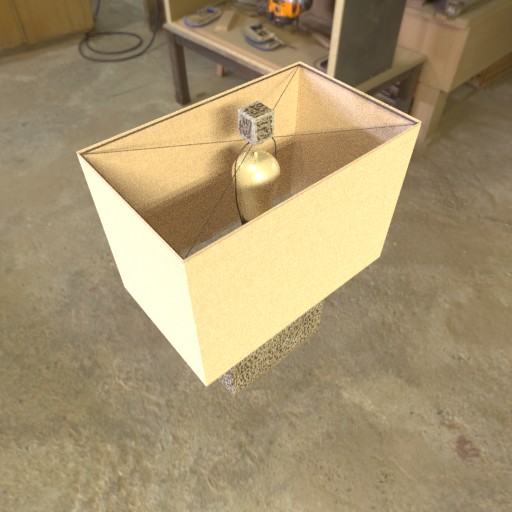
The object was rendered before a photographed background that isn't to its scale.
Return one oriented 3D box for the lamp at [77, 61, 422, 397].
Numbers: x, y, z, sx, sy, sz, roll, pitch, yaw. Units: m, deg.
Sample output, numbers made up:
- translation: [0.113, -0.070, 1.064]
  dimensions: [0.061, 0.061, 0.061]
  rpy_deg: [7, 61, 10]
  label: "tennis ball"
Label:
- translation: [0.000, 0.000, 0.569]
  dimensions: [0.294, 0.411, 0.180]
  rpy_deg: [-32, 56, -26]
  label: "lamp"
